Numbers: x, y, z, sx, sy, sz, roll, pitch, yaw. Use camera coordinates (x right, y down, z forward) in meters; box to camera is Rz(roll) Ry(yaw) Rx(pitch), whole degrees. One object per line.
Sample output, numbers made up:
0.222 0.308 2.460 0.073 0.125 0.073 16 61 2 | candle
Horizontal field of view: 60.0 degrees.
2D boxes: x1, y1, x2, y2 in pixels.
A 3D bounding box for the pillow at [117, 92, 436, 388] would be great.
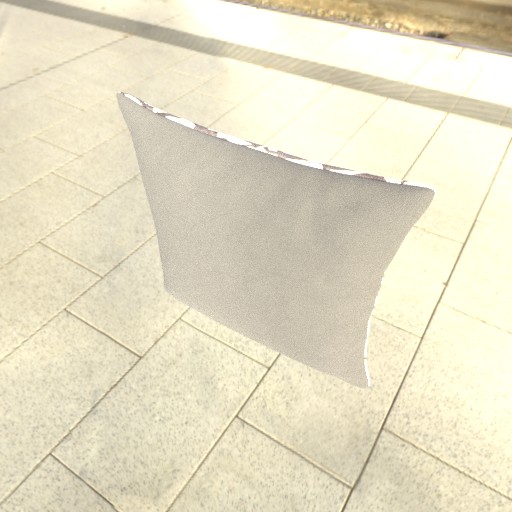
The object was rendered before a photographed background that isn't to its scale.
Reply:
0.000 0.000 0.817 0.526 0.507 0.166 23 49 21 | pillow
